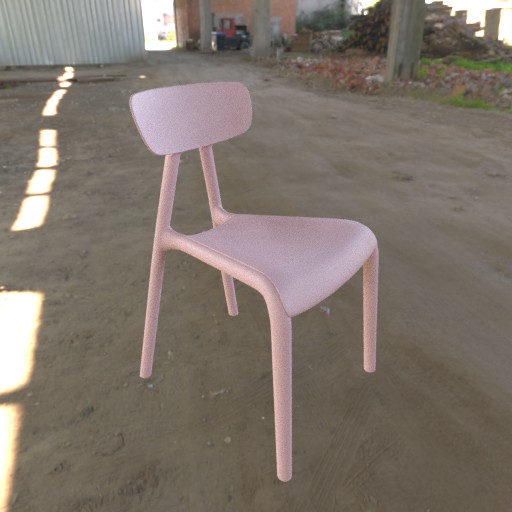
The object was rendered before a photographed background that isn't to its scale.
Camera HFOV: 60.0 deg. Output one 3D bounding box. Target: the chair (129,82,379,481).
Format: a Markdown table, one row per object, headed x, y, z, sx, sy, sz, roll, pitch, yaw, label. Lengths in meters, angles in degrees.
| x | y | z | sx | sy | sz | roll | pitch | yaw | label |
| --- | --- | --- | --- | --- | --- | --- | --- | --- | --- |
| 0.000 | 0.000 | 0.834 | 0.401 | 0.580 | 0.356 | 19 | 33 | 33 | chair |
